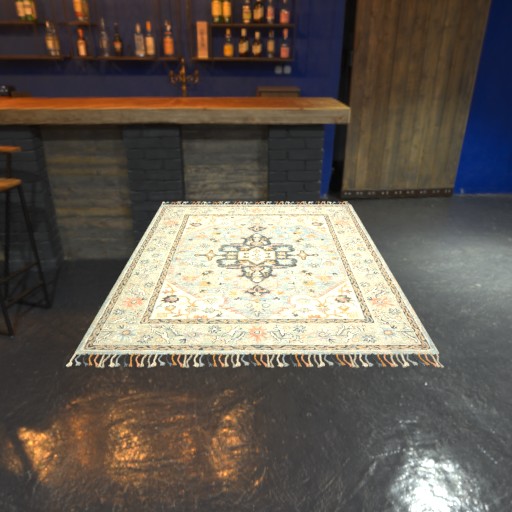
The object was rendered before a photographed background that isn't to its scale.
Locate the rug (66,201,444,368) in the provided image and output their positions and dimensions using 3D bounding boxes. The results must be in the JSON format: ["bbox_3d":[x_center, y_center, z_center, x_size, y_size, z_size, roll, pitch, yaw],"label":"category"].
[{"bbox_3d":[0.000,0.000,2.260,1.278,0.009,1.730,0,26,0],"label":"rug"}]
